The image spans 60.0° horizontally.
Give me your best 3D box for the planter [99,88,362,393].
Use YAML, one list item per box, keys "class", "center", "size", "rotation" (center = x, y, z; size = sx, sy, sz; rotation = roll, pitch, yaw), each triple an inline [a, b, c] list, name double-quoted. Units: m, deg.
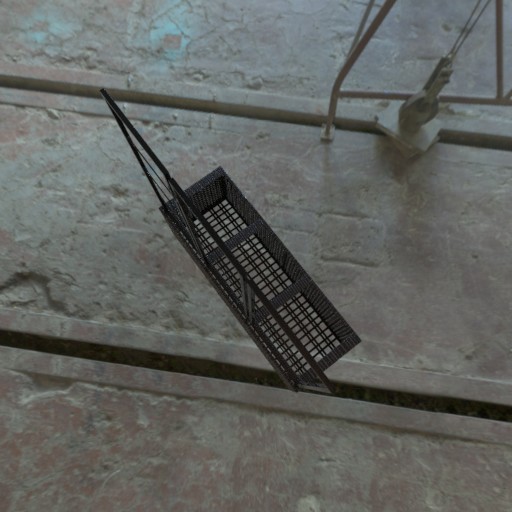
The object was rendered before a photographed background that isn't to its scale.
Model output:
- class: "planter"
  center: [0.000, 0.000, 1.165]
  size: [0.244, 0.841, 0.699]
  rotation: [-36, 78, -9]
